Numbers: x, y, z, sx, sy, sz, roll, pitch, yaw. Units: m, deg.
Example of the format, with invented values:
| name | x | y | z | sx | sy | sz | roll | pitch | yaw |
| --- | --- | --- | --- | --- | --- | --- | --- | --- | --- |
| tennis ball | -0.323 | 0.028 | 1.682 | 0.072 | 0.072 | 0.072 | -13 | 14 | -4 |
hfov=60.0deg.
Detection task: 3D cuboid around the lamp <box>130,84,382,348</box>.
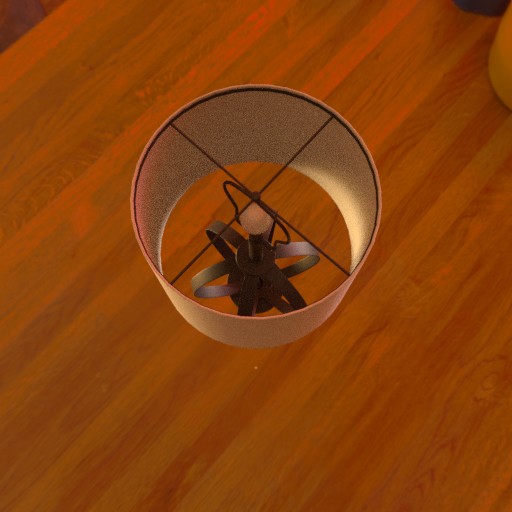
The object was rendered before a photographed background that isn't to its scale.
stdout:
| name | x | y | z | sx | sy | sz | roll | pitch | yaw |
| --- | --- | --- | --- | --- | --- | --- | --- | --- | --- |
| lamp | 0.000 | 0.000 | 0.691 | 0.286 | 0.510 | 0.286 | 0 | 76 | 0 |
